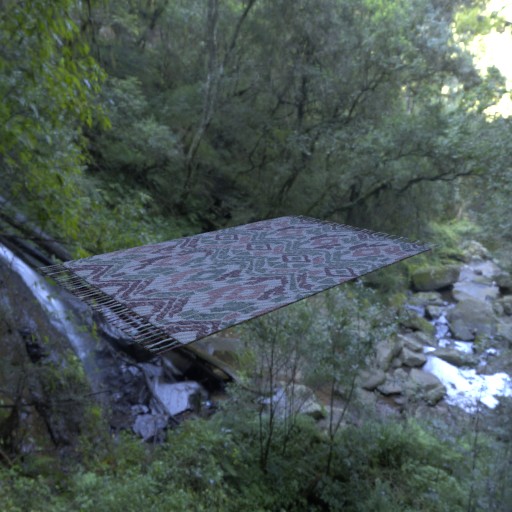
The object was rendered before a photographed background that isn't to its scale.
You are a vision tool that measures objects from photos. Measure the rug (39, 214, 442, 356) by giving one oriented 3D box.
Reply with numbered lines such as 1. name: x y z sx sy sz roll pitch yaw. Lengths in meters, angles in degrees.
1. rug: 0.000 0.000 3.088 2.438 0.011 1.524 -15 23 -40
